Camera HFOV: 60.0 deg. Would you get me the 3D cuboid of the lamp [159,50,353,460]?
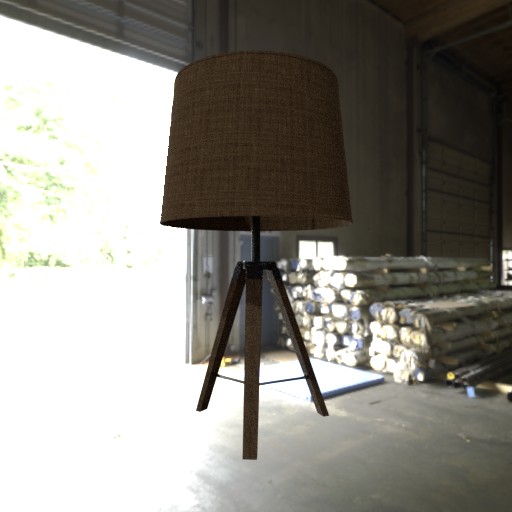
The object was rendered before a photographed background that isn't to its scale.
[{"bbox_3d":[0.000,0.000,0.678,0.290,0.514,0.290,0,-1,0],"label":"lamp"}]
